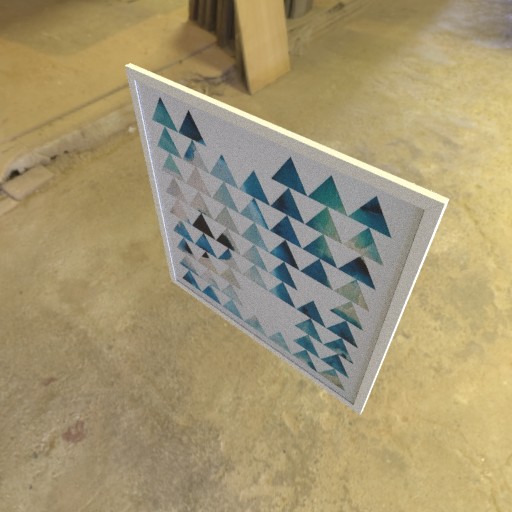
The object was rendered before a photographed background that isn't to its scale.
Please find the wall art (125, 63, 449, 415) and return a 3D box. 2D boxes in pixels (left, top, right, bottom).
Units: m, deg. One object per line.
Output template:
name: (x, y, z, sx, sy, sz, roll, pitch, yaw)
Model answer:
wall art: (0.000, 0.000, 0.822, 0.557, 0.557, 0.012, 31, 54, 26)
